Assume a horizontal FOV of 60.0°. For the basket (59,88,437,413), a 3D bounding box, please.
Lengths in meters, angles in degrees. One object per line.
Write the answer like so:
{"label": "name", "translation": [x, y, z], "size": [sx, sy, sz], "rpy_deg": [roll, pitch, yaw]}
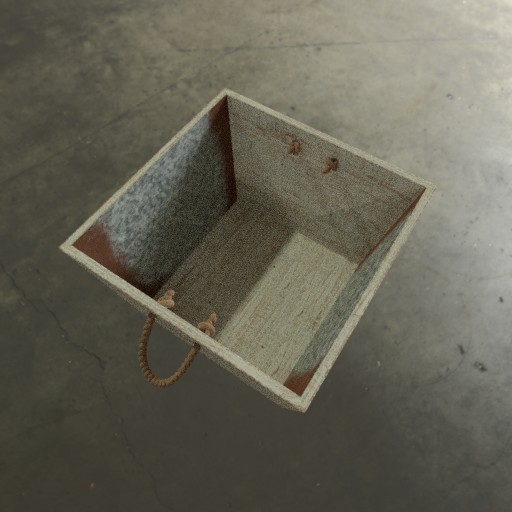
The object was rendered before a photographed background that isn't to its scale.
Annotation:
{"label": "basket", "translation": [0.000, 0.000, 0.776], "size": [0.413, 0.247, 0.545], "rpy_deg": [30, 64, 16]}
